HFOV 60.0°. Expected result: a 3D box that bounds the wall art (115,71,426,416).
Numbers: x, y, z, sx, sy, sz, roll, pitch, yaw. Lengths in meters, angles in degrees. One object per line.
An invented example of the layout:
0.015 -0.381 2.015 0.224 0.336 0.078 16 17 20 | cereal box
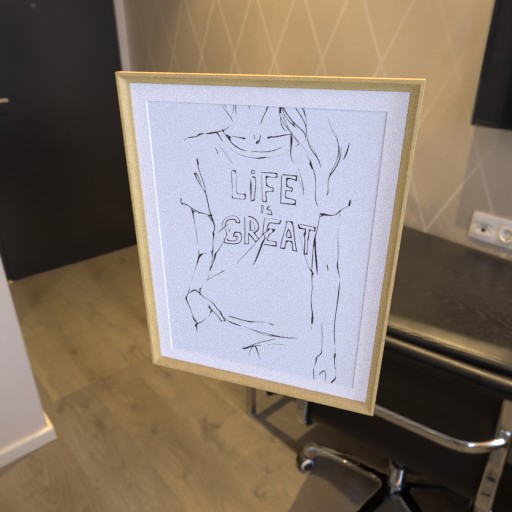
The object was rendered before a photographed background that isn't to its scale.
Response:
0.000 0.000 1.323 0.798 1.002 0.030 8 27 17 | wall art
